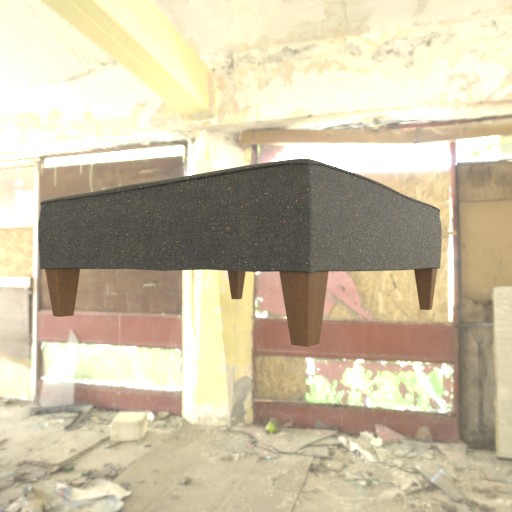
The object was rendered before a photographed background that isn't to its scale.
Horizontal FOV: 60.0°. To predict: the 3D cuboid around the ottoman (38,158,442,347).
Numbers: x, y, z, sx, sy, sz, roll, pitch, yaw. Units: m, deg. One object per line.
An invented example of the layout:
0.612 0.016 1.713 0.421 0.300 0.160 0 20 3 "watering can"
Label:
0.000 0.000 1.501 0.968 0.382 1.004 -1 -2 36 "ottoman"
